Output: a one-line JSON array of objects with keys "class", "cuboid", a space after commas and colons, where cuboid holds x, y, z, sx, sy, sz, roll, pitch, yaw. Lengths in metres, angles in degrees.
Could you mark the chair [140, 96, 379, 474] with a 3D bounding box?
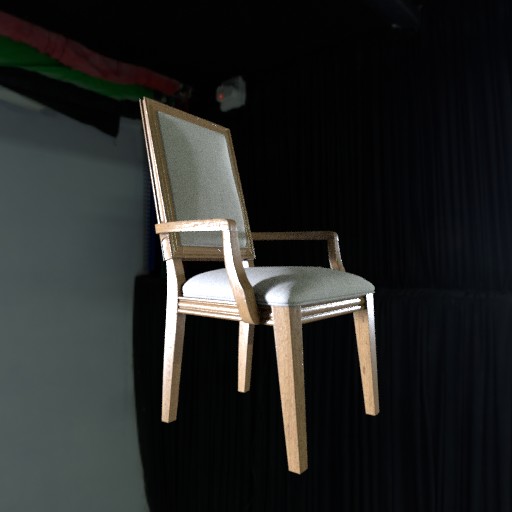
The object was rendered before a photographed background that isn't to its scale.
[{"class": "chair", "cuboid": [0.000, 0.000, 1.379, 0.602, 0.990, 0.606, 0, -1, 36]}]
